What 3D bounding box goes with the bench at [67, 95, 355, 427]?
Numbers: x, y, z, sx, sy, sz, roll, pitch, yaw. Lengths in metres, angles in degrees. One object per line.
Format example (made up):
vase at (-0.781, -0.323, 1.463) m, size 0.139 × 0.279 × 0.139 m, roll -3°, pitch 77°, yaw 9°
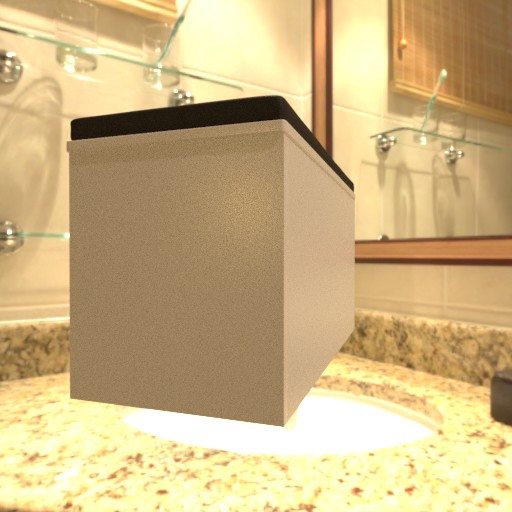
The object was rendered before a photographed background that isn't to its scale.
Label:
bench at (0.000, 0.000, 1.141) m, size 0.401 × 0.500 × 0.899 m, roll 0°, pitch 1°, yaw 19°
